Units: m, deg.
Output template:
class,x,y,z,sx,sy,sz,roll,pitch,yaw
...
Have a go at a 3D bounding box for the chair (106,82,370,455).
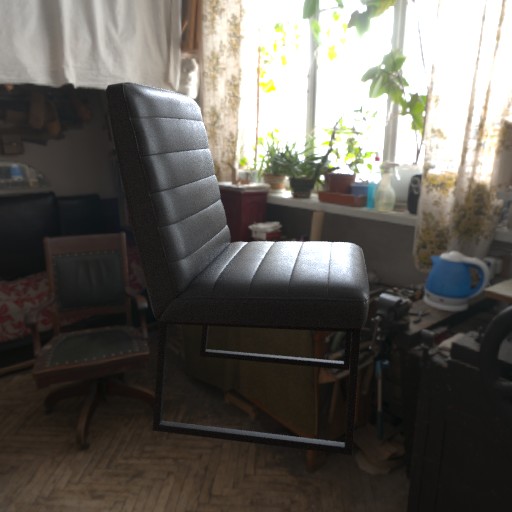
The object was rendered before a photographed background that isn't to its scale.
class,x,y,z,sx,sy,sz,roll,pitch,yaw
chair,0.000,0.000,1.309,0.634,0.930,0.520,3,16,10
